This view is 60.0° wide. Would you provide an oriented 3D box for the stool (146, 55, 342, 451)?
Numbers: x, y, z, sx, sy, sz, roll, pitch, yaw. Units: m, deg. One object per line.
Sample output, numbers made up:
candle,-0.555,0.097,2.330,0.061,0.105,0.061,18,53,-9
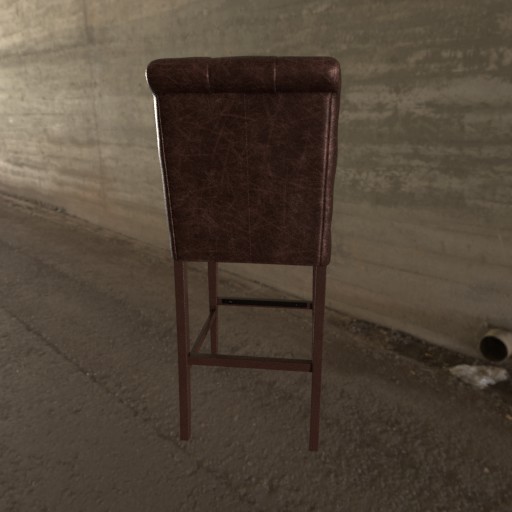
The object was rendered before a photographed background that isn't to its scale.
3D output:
stool,0.000,0.000,1.494,0.483,1.168,0.659,2,17,6
